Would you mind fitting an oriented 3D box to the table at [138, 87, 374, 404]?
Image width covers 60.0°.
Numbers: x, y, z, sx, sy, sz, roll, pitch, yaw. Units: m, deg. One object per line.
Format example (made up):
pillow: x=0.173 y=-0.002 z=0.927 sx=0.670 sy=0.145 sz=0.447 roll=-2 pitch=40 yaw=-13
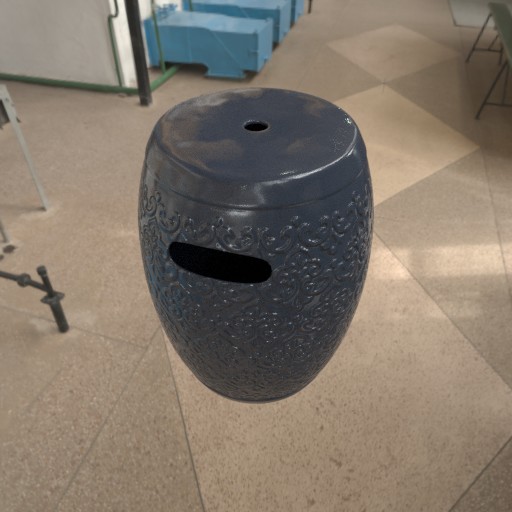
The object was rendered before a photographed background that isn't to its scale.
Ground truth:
table: x=0.000 y=0.000 z=0.630 sx=0.309 sy=0.397 sz=0.309 roll=0 pitch=42 yaw=0
